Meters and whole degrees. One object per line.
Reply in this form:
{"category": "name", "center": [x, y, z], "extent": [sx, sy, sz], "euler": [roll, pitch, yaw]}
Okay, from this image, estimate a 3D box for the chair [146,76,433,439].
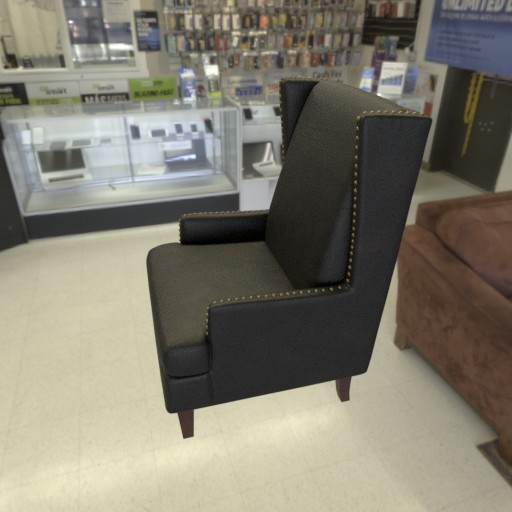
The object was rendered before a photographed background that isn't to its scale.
{"category": "chair", "center": [0.000, 0.000, 1.637], "extent": [0.799, 1.142, 0.703], "euler": [-8, 31, -14]}
